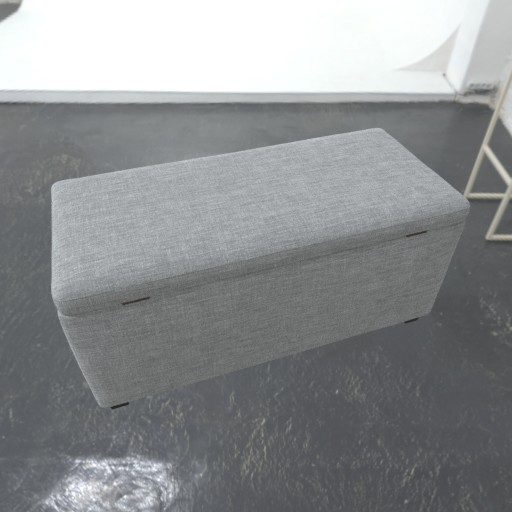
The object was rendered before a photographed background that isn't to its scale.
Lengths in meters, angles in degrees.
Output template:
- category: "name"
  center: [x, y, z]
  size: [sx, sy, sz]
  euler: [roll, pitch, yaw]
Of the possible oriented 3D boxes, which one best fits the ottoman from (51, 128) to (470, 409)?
- category: "ottoman"
  center: [0.000, 0.000, 1.130]
  size: [0.902, 0.432, 0.419]
  euler: [-13, 44, -14]
